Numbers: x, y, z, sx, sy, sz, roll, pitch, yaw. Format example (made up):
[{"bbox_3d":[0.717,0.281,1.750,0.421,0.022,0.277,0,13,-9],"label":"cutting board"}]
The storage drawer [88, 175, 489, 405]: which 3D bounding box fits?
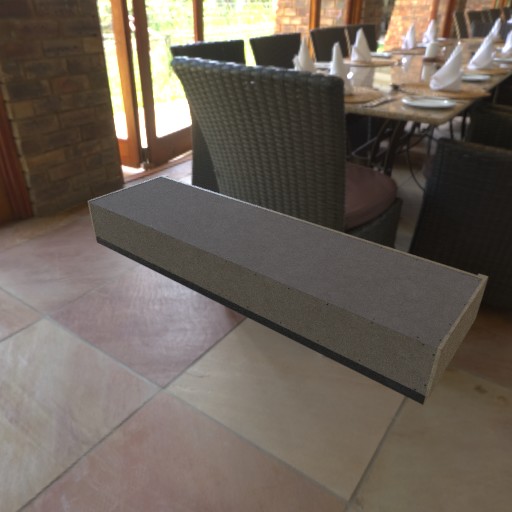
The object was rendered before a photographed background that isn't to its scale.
[{"bbox_3d":[0.000,0.000,2.322,2.072,0.274,0.591,22,36,33],"label":"storage drawer"}]
